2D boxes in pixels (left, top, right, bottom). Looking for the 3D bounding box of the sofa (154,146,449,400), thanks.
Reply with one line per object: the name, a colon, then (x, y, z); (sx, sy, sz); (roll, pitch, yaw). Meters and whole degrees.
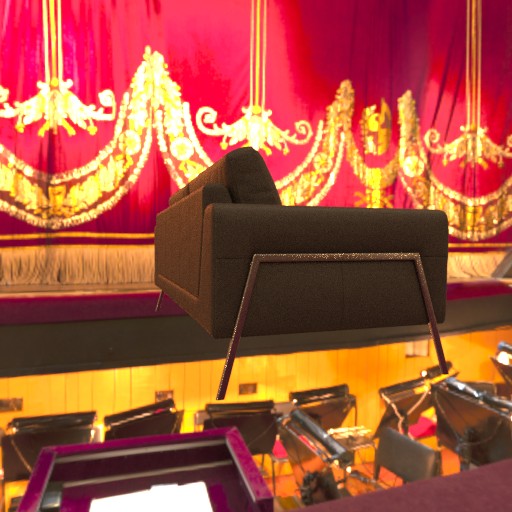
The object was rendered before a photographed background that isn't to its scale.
sofa: (0.000, 0.000, 2.522); (0.953, 0.875, 2.017); (-1, 2, -18)
